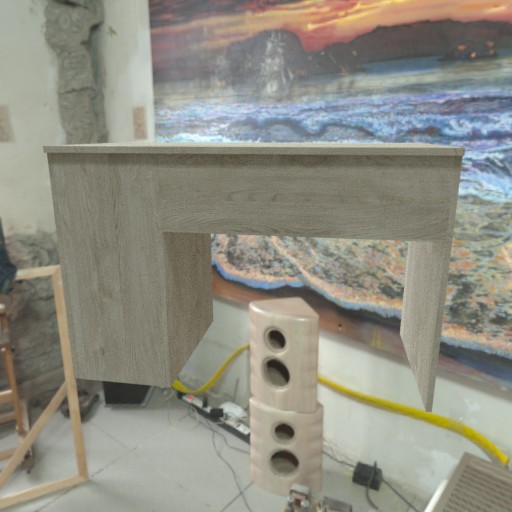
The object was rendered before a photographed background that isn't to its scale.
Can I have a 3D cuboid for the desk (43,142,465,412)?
[{"bbox_3d":[0.000,0.000,1.493,1.096,0.730,0.560,3,16,9],"label":"desk"}]
